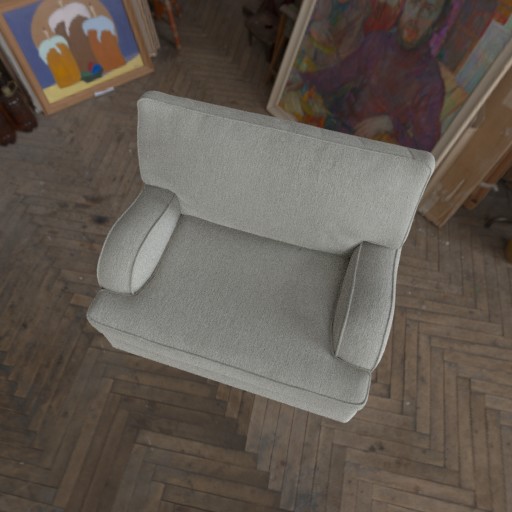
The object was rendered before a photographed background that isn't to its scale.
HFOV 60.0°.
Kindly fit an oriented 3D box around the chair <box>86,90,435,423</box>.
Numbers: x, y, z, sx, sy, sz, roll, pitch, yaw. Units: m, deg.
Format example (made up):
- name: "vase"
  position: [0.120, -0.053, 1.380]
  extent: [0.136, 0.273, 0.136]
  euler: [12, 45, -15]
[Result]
- name: "chair"
  position: [0.000, 0.000, 1.986]
  extent: [1.220, 1.016, 1.041]
  euler: [15, 60, 9]
